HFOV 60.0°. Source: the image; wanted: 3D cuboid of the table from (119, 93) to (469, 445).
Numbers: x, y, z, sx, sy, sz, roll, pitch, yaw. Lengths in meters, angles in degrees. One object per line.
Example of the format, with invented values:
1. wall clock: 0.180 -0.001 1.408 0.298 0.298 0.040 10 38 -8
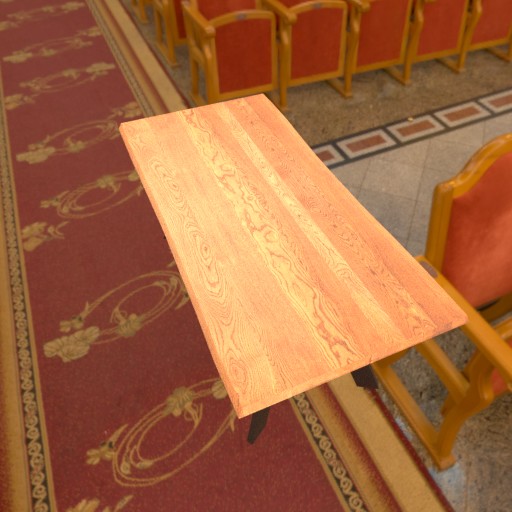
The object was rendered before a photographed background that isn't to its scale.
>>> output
1. table: 0.000 0.000 2.292 0.900 0.770 1.800 -18 49 -16
